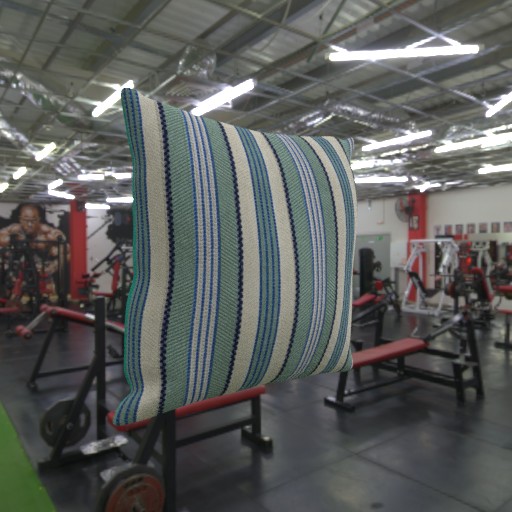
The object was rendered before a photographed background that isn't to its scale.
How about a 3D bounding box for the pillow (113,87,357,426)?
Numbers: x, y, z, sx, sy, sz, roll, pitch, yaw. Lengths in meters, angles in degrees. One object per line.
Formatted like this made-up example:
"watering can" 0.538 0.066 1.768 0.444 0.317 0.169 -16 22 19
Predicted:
"pillow" 0.000 0.000 0.690 0.440 0.441 0.182 -1 1 -35
